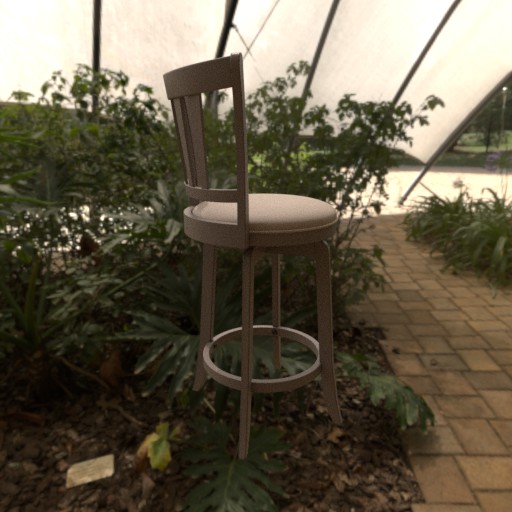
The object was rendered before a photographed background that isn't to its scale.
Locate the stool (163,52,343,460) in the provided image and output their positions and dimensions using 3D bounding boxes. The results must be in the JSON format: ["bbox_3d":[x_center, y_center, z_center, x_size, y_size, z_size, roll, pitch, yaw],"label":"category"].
[{"bbox_3d":[0.000,0.000,1.305,0.475,1.023,0.436,-8,17,-26],"label":"stool"}]
